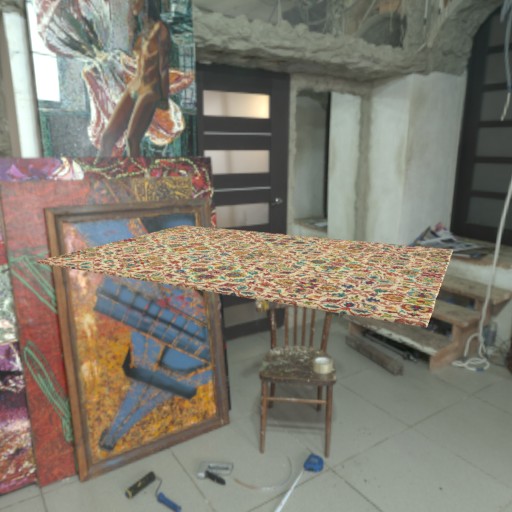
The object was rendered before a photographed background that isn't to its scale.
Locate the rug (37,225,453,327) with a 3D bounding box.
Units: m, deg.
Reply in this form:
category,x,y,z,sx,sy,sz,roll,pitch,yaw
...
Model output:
category,x,y,z,sx,sy,sz,roll,pitch,yaw
rug,0.000,0.000,2.338,1.838,0.013,1.226,7,15,26
